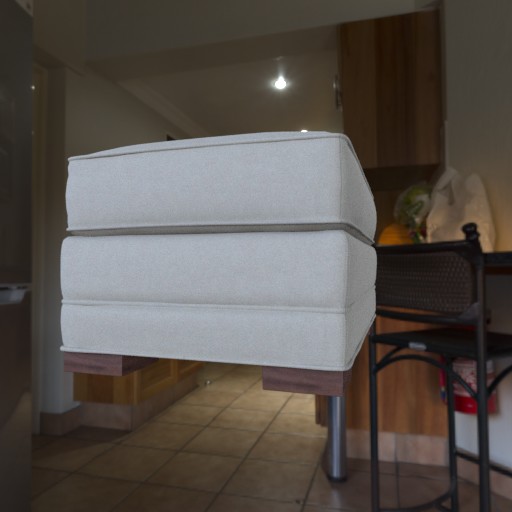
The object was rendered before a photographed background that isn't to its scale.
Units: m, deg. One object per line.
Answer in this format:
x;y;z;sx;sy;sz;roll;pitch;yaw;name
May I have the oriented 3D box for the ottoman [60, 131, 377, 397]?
0.000;0.000;1.207;0.611;0.482;0.848;0;-1;18;ottoman
